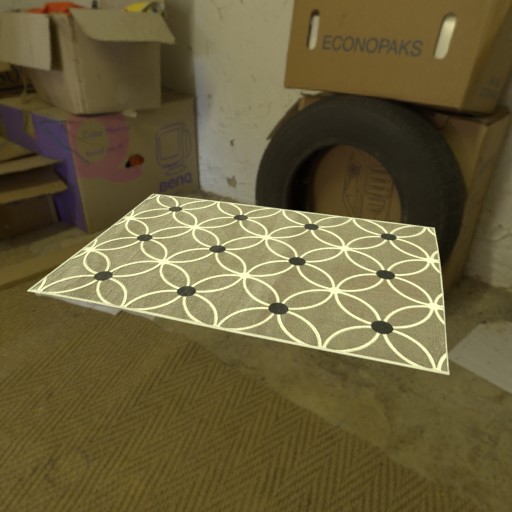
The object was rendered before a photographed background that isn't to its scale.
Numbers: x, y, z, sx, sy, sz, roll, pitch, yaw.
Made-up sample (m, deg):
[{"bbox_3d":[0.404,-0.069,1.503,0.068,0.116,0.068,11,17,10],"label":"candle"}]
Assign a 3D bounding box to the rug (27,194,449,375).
[{"bbox_3d":[0.000,0.000,2.882,2.284,0.008,1.522,9,31,14],"label":"rug"}]
